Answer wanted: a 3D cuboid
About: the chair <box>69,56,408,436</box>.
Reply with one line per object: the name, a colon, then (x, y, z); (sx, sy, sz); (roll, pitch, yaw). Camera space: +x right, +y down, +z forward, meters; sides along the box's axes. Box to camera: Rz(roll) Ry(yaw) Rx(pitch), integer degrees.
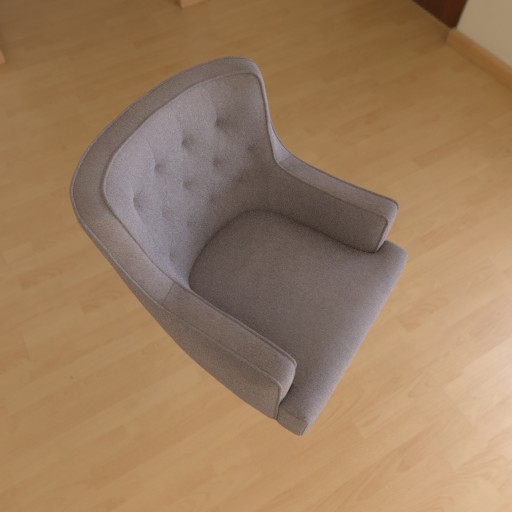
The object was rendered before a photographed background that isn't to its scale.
chair: (0.000, 0.000, 1.558); (0.910, 0.919, 0.781); (30, 63, 17)
